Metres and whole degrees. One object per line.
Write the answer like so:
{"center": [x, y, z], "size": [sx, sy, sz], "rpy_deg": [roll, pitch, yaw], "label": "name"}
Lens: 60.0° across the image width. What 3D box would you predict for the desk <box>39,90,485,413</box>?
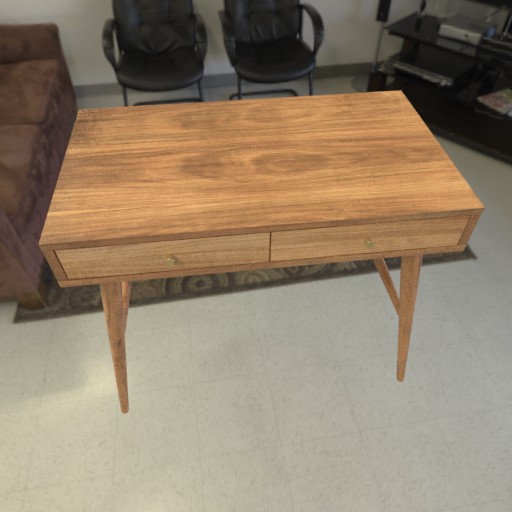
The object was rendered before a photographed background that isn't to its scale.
{"center": [0.000, 0.000, 1.391], "size": [0.949, 0.758, 0.588], "rpy_deg": [-5, 47, -5], "label": "desk"}
